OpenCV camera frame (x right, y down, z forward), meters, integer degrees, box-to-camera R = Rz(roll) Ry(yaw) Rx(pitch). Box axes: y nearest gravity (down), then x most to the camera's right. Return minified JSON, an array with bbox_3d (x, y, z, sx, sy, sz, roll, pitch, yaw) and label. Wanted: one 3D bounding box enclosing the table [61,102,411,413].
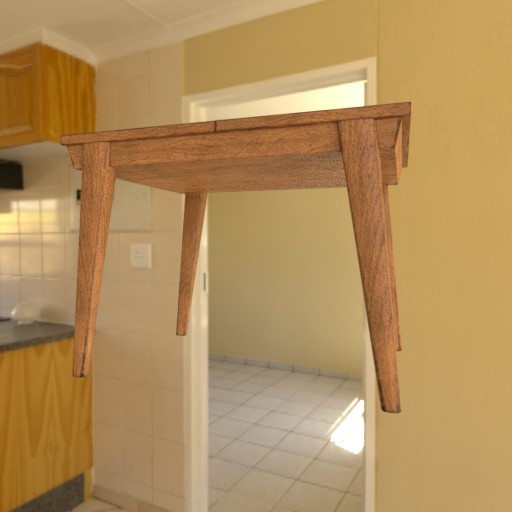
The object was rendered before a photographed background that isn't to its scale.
[{"bbox_3d":[0.000,0.000,1.583,1.027,0.760,0.757,0,1,18],"label":"table"}]
